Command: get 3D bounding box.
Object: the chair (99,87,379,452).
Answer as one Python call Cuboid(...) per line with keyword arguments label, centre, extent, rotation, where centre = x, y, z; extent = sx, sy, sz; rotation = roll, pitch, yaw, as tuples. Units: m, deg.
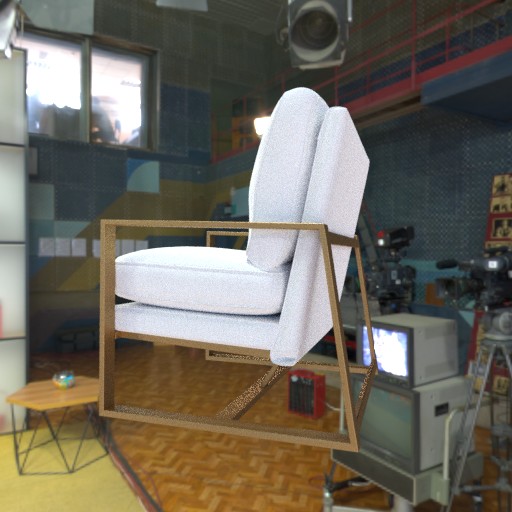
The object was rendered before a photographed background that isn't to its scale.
Cuboid(label="chair", centre=(0.000, 0.000, 1.602), extent=(0.813, 0.966, 0.805), rotation=(0, 0, 19))
